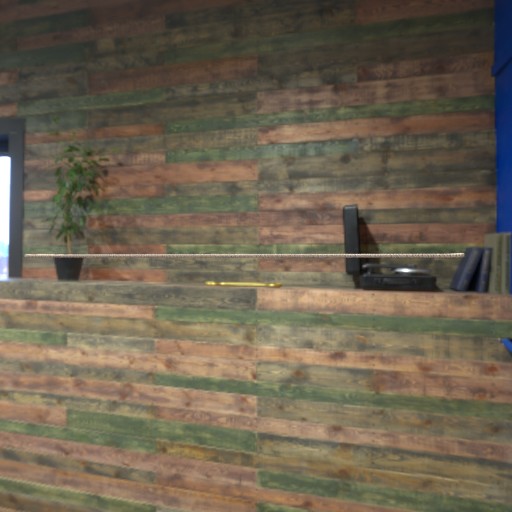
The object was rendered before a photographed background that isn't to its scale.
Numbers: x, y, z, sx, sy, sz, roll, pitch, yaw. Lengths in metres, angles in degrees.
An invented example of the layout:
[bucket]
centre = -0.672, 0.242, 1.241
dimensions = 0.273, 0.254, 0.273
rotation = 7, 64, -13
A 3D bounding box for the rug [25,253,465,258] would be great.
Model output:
[rug]
centre = 0.000, 0.000, 2.320
dimensions = 1.840, 0.015, 1.225
rotation = 0, 0, 17
